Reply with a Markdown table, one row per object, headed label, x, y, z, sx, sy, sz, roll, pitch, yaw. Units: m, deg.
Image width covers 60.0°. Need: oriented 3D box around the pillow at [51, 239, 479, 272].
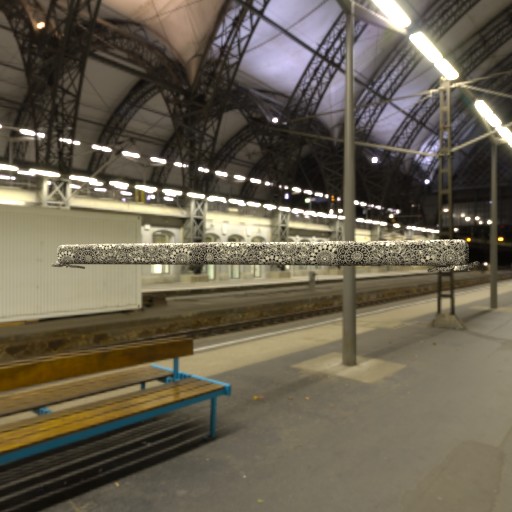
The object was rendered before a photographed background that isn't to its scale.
| label | x | y | z | sx | sy | sz | roll | pitch | yaw |
| --- | --- | --- | --- | --- | --- | --- | --- | --- | --- |
| pillow | 0.000 | 0.000 | 1.363 | 1.187 | 0.081 | 0.492 | 0 | 0 | 18 |
